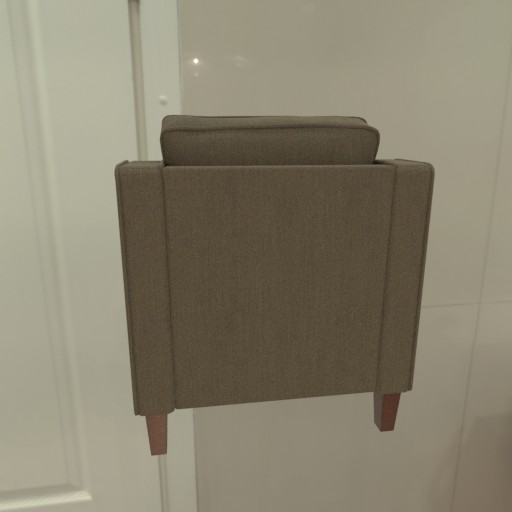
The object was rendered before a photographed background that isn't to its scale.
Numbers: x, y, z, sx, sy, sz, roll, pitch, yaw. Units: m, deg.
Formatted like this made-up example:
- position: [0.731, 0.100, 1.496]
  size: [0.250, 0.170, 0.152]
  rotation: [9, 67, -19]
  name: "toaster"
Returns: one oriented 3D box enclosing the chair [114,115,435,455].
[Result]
- position: [0.000, 0.000, 1.630]
  size: [0.831, 0.960, 0.909]
  rotation: [-2, 14, -9]
  name: "chair"
